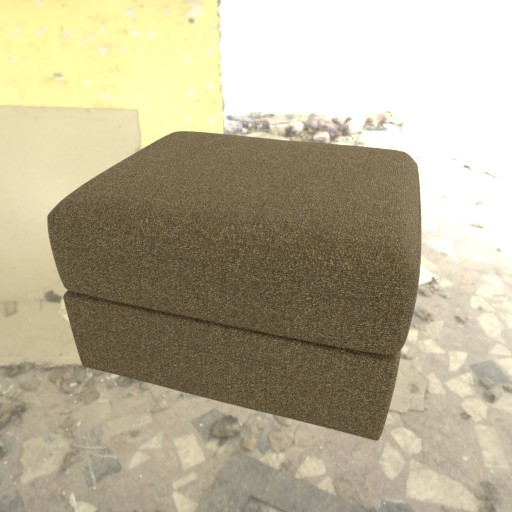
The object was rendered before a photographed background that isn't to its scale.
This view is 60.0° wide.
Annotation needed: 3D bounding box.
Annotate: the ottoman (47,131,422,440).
[{"bbox_3d":[0.000,0.000,1.105,0.742,0.476,0.598,9,32,15],"label":"ottoman"}]
